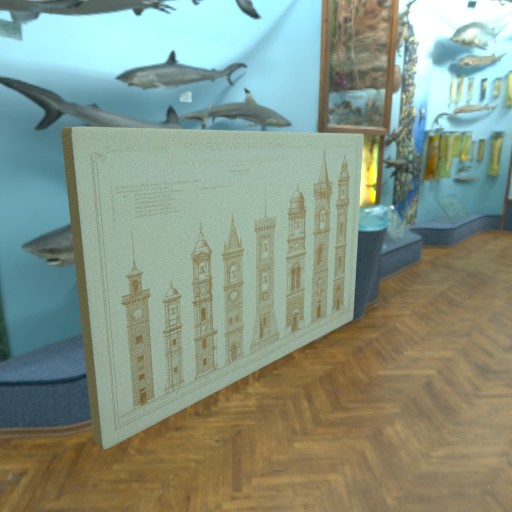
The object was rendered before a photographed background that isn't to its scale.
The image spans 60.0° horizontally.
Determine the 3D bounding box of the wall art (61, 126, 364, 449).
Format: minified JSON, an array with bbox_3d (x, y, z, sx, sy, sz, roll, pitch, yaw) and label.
[{"bbox_3d":[0.000,0.000,0.469,0.019,0.254,0.380,13,19,42],"label":"wall art"}]
